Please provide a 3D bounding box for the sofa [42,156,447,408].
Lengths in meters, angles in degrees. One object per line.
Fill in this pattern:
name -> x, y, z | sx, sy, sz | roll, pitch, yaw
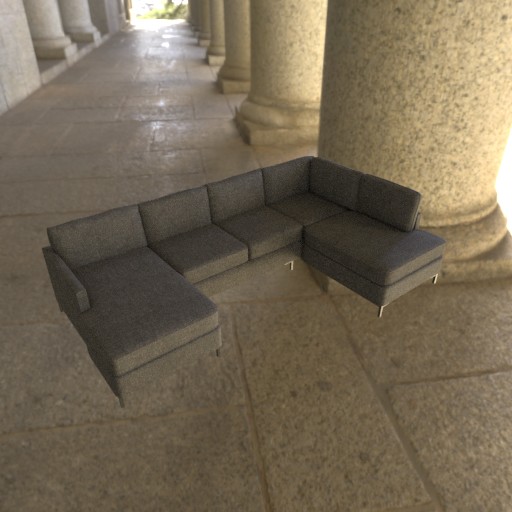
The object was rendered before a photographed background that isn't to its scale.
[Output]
sofa -> 0.000, 0.000, 4.333 | 3.423, 0.999, 2.048 | -22, 38, -32
